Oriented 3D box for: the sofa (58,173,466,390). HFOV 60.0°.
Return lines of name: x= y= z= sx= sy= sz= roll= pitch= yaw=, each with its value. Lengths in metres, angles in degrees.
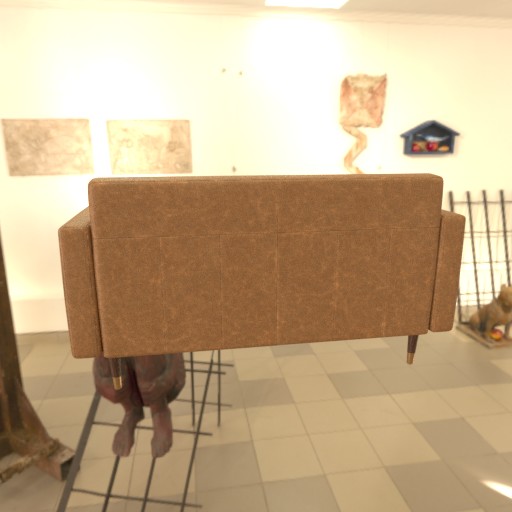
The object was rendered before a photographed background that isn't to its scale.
sofa: x=0.000 y=0.000 z=2.121 sx=1.549 sy=0.820 sz=0.960 roll=-2 pitch=15 yaw=-9
